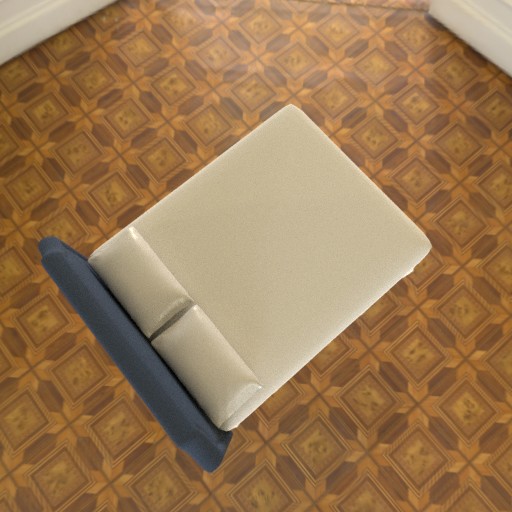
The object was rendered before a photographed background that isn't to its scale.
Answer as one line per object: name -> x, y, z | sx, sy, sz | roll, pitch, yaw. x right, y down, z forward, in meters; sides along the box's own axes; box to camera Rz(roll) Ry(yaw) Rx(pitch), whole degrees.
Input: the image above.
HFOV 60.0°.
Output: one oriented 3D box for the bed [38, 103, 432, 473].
bed -> 0.000, 0.000, 3.317 | 2.260, 1.297, 1.831 | -39, 79, -10
